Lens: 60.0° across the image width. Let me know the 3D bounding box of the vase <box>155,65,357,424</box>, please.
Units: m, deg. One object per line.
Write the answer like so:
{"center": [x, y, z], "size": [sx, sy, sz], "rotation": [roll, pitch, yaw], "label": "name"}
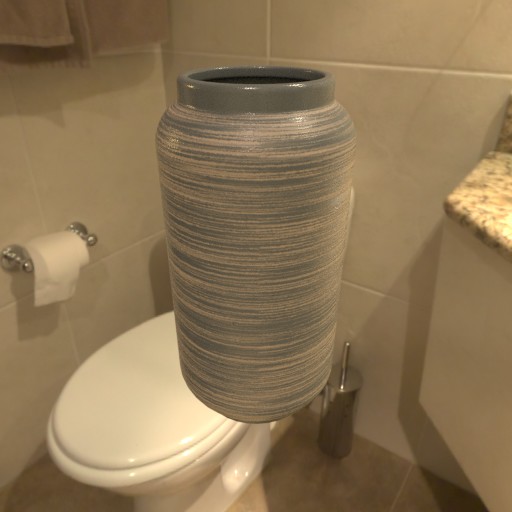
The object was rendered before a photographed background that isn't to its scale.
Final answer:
{"center": [0.000, 0.000, 0.300], "size": [0.116, 0.230, 0.116], "rotation": [0, 29, 0], "label": "vase"}
